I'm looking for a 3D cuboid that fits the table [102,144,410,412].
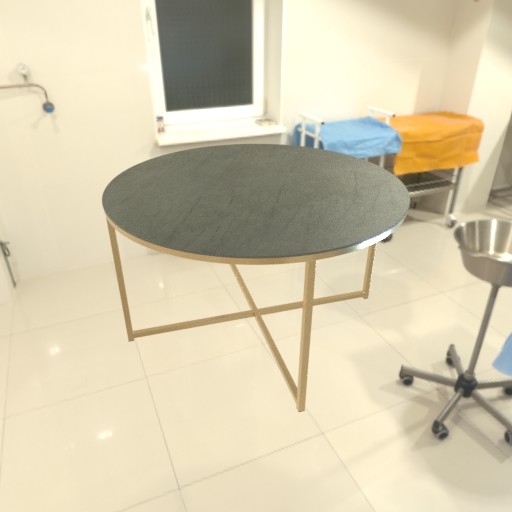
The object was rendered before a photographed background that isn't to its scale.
[{"bbox_3d":[0.000,0.000,1.313,0.800,0.450,0.800,0,29,0],"label":"table"}]
